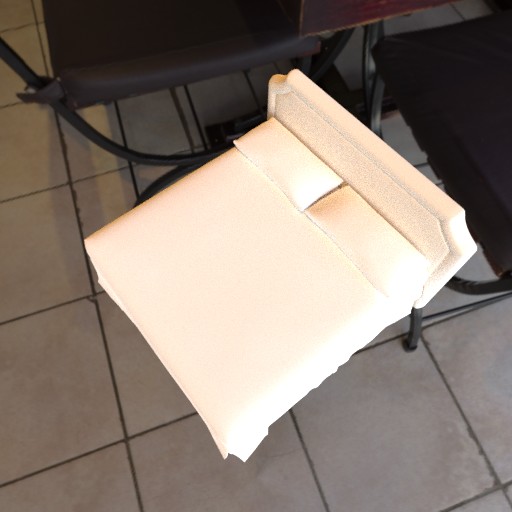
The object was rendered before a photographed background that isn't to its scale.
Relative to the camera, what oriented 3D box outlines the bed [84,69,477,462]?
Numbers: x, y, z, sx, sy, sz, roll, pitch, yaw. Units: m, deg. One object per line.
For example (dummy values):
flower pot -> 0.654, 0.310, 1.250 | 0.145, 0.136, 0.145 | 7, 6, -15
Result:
bed -> 0.000, 0.000, 3.477 | 2.204, 1.301, 2.160 | -35, 69, -16
